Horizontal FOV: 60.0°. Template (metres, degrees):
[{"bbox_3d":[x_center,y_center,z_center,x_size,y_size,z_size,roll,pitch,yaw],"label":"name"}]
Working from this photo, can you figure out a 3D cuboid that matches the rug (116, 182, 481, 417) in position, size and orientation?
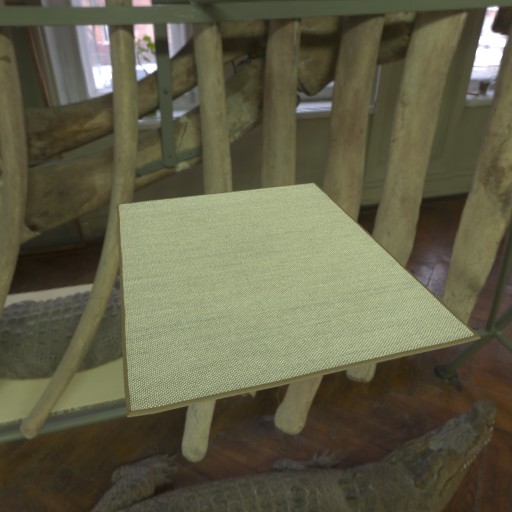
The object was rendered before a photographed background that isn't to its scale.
[{"bbox_3d":[0.000,0.000,4.040,2.413,0.020,3.041,-9,32,-14],"label":"rug"}]
